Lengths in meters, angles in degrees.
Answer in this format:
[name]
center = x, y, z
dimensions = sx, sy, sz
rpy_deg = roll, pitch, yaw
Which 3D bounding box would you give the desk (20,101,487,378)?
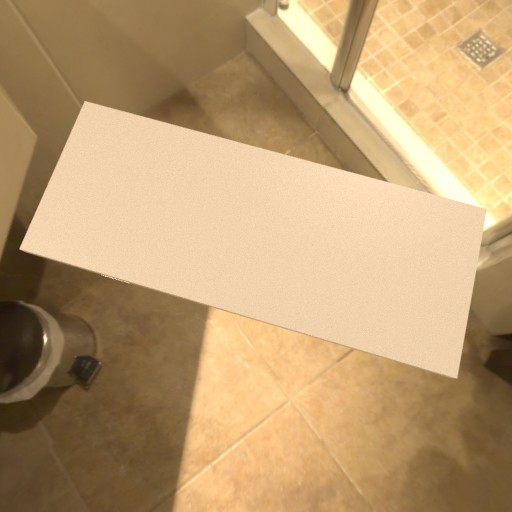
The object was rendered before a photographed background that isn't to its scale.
[desk]
center = 0.000, 0.000, 1.922
dimensions = 1.530, 0.773, 0.603
rpy_deg = 16, 76, 4
